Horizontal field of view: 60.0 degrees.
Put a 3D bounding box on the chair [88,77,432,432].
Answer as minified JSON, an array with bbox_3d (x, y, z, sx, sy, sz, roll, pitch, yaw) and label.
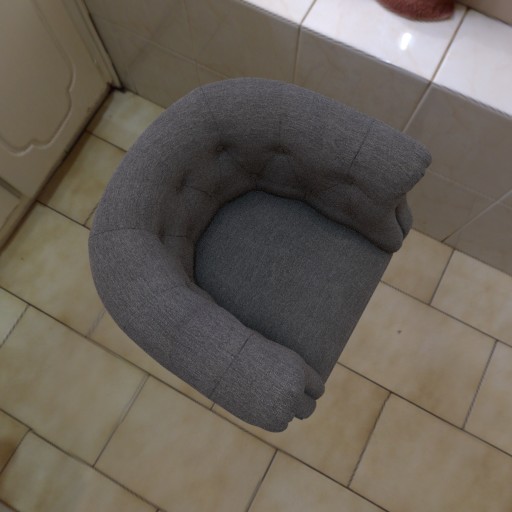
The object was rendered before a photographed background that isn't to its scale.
[{"bbox_3d":[0.000,0.000,1.529,0.852,0.827,0.905,30,77,8],"label":"chair"}]
